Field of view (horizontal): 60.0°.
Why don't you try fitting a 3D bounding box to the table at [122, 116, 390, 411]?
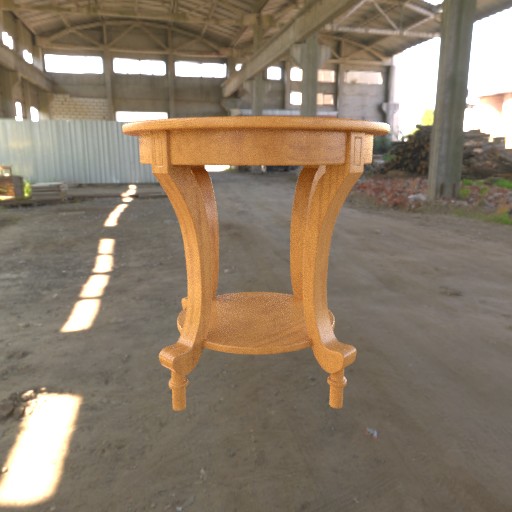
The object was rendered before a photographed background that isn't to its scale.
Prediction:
[{"bbox_3d":[0.000,0.000,1.097,0.597,0.612,0.597,0,13,0],"label":"table"}]
